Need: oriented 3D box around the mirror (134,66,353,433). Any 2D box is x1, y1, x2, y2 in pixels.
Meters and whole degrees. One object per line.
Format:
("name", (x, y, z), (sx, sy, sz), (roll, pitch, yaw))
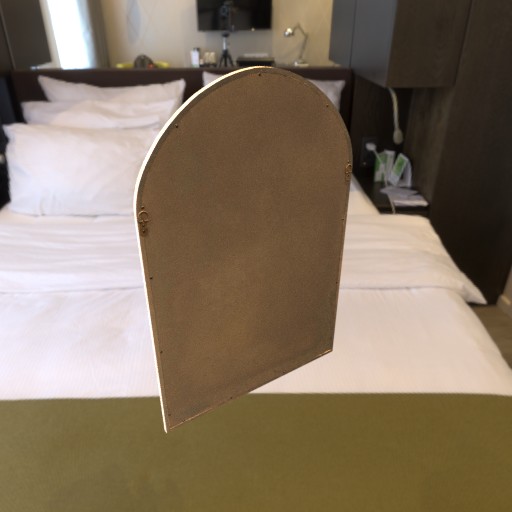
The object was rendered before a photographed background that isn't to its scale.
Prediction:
("mirror", (0.000, 0.000, 1.159), (0.609, 0.915, 0.032), (-18, 33, -29))
